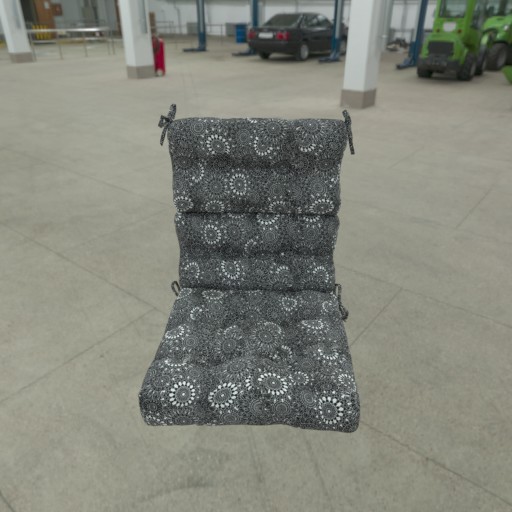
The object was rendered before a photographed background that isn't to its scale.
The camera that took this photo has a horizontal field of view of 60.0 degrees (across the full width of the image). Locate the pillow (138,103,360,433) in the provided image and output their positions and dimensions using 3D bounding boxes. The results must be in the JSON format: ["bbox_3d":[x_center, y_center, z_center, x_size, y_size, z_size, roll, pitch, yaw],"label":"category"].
[{"bbox_3d":[0.000,0.000,1.060,0.519,0.605,0.571,1,29,2],"label":"pillow"}]
